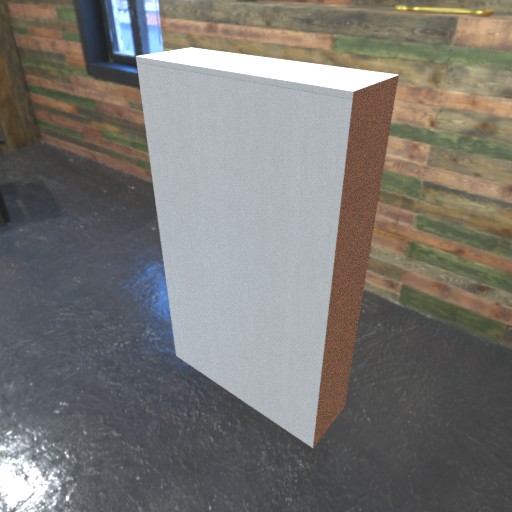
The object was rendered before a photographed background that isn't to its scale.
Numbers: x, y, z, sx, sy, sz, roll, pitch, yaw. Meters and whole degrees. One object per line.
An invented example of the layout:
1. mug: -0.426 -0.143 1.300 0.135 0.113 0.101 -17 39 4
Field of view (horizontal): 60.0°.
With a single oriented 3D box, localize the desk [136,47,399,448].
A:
1. desk: 0.000 0.000 1.591 0.750 1.280 0.250 24 40 32
